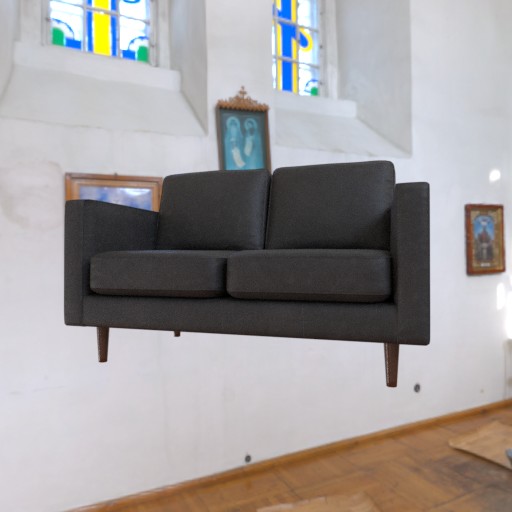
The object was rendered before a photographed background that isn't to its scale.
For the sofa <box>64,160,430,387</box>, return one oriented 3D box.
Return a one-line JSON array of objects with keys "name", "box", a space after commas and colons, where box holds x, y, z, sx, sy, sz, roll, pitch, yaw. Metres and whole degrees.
[{"name": "sofa", "box": [0.000, 0.000, 2.009, 1.430, 0.899, 0.879, 0, -1, 18]}]
